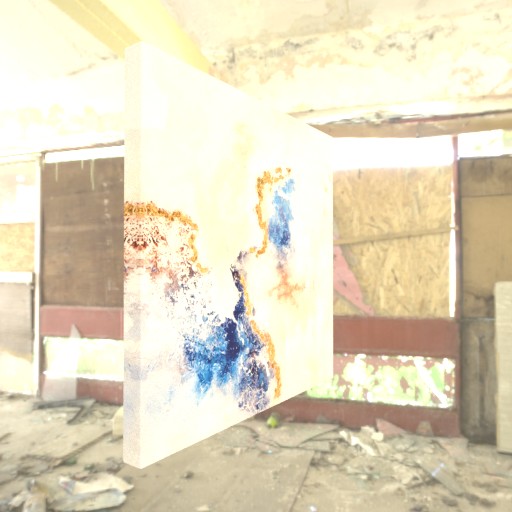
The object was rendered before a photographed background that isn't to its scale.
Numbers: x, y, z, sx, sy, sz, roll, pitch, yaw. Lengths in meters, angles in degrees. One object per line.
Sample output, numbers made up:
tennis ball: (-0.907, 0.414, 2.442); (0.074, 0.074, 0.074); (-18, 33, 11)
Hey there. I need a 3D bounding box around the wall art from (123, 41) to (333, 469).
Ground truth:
wall art: (0.000, 0.000, 1.544); (0.071, 1.061, 1.061); (0, -1, 36)
